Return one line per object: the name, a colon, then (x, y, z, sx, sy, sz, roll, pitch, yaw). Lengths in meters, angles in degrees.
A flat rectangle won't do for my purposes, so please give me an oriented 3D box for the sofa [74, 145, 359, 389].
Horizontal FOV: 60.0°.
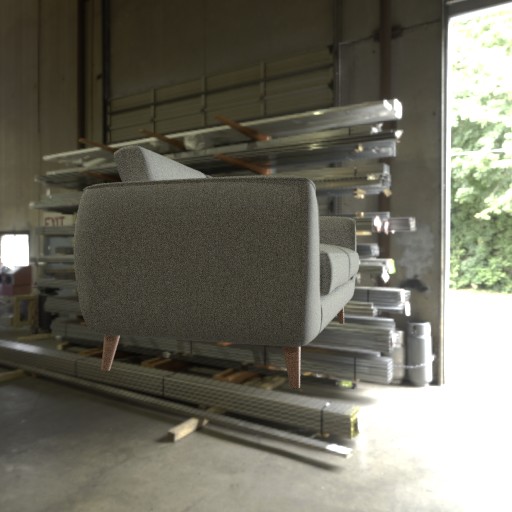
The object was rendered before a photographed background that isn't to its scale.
sofa: (0.000, 0.000, 2.199, 0.920, 0.850, 1.700, 0, 0, 17)
